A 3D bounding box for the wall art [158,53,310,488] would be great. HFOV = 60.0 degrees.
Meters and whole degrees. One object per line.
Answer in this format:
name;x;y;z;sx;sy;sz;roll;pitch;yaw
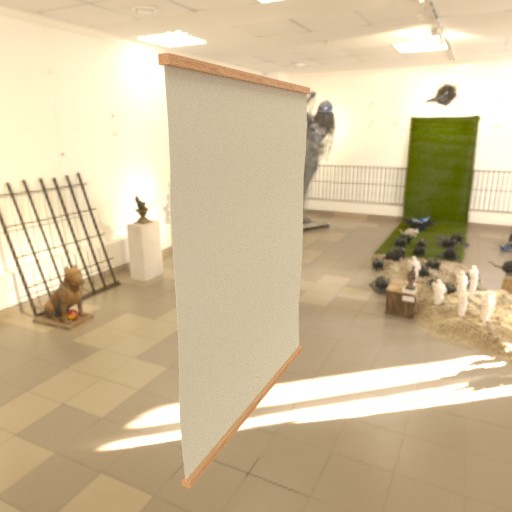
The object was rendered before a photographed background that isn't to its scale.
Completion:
wall art;0.000;0.000;0.670;0.013;0.508;0.406;8;18;25
